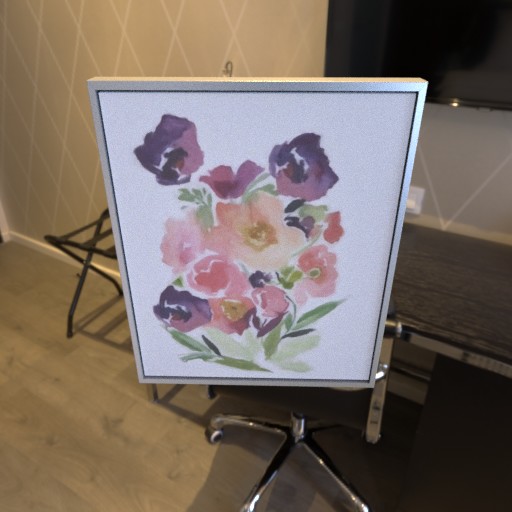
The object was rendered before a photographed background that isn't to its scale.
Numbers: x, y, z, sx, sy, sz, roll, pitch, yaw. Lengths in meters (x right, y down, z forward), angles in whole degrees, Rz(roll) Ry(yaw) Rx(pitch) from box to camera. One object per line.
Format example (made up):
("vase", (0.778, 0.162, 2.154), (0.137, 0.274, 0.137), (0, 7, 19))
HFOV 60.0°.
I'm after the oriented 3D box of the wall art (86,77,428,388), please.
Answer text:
("wall art", (0.000, 0.000, 0.735), (0.452, 0.549, 0.038), (1, 29, 1))
